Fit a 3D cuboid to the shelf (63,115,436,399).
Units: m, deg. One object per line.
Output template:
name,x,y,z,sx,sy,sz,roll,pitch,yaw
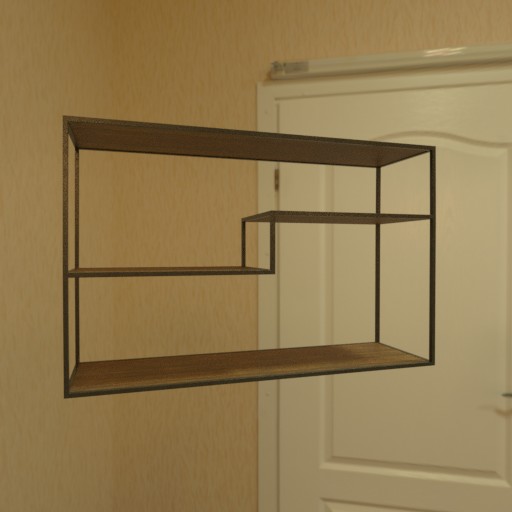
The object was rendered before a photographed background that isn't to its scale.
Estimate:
shelf,0.000,0.000,1.541,1.201,0.765,0.361,0,1,-17
